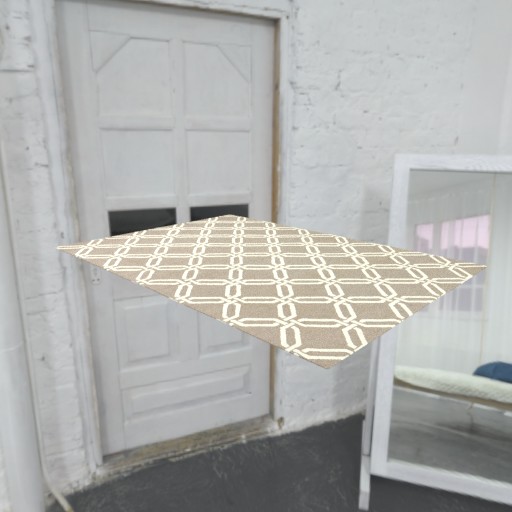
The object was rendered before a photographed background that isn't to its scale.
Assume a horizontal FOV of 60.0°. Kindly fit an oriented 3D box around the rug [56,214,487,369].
[{"bbox_3d":[0.000,0.000,4.272,3.419,0.020,2.441,15,22,42],"label":"rug"}]
